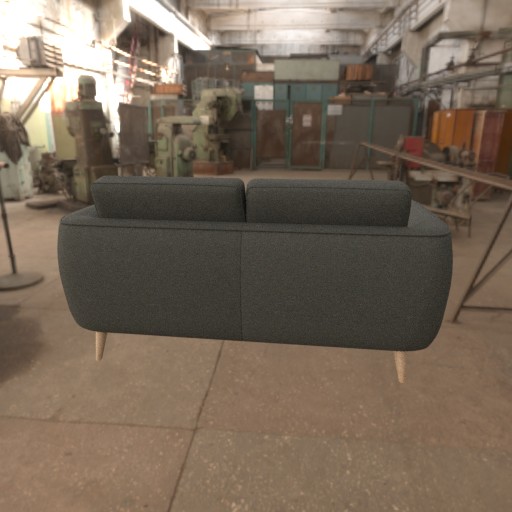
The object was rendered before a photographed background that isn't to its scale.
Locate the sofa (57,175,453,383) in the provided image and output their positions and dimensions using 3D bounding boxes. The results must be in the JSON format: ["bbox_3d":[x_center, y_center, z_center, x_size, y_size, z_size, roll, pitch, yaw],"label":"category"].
[{"bbox_3d":[0.000,0.000,2.238,1.700,0.850,0.920,2,17,7],"label":"sofa"}]
